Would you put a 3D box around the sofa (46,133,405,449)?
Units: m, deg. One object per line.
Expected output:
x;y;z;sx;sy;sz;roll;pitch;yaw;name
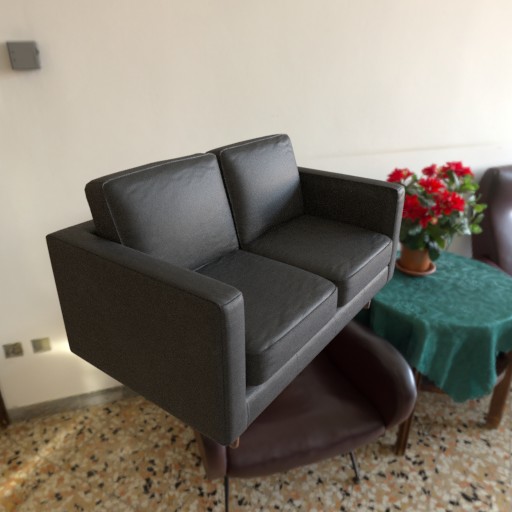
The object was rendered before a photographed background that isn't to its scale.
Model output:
0.000;0.000;2.009;0.879;0.899;1.430;17;30;32;sofa
